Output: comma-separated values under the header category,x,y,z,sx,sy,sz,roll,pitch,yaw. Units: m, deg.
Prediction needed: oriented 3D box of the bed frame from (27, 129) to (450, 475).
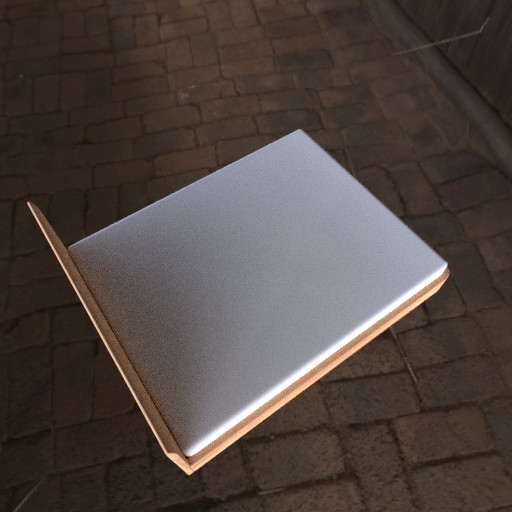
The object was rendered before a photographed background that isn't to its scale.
category,x,y,z,sx,sy,sz,roll,pitch,yaw
bed frame,0.000,0.000,2.937,2.092,0.940,1.660,-31,63,-18
